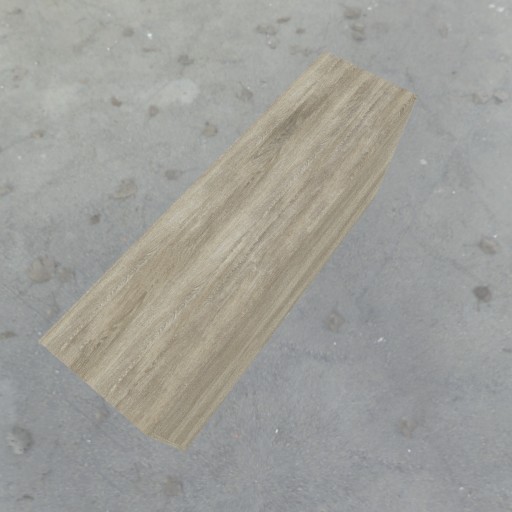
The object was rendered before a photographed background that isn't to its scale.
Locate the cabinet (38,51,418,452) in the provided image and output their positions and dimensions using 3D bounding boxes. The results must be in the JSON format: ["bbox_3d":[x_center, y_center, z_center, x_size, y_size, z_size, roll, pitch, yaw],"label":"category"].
[{"bbox_3d":[0.000,0.000,1.955,0.450,0.870,1.600,34,68,16],"label":"cabinet"}]
